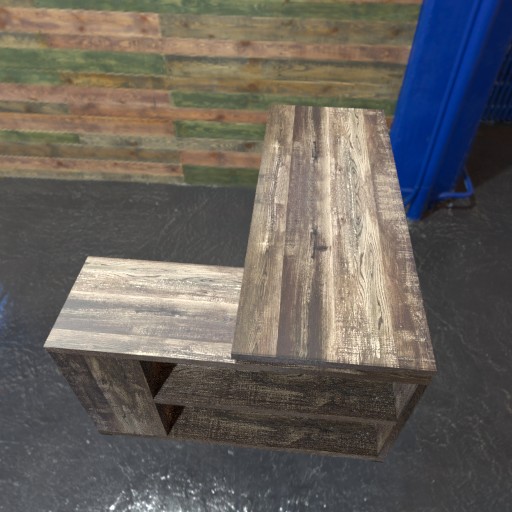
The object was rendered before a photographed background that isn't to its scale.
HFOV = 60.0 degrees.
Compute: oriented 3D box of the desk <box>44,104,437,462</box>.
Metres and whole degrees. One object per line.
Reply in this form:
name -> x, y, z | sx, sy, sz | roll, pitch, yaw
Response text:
desk -> 0.000, 0.000, 2.115 | 1.200, 0.753, 1.524 | 4, 47, 4
